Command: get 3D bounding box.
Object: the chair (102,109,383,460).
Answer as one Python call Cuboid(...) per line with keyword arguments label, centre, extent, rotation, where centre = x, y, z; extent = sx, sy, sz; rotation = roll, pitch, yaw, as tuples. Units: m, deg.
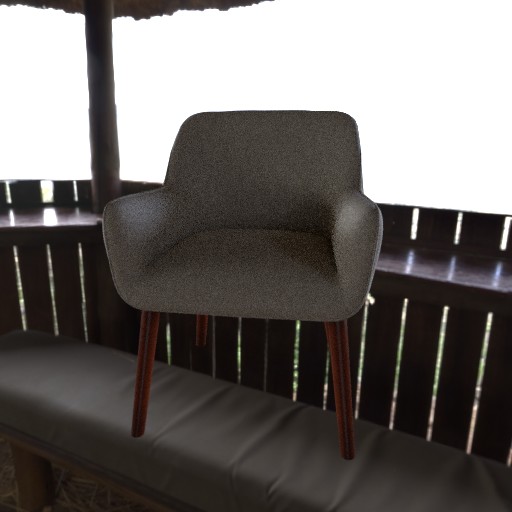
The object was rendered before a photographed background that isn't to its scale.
Cuboid(label="chair", centre=(0.000, 0.000, 1.245), extent=(0.610, 0.813, 0.610), rotation=(2, 15, 9))
